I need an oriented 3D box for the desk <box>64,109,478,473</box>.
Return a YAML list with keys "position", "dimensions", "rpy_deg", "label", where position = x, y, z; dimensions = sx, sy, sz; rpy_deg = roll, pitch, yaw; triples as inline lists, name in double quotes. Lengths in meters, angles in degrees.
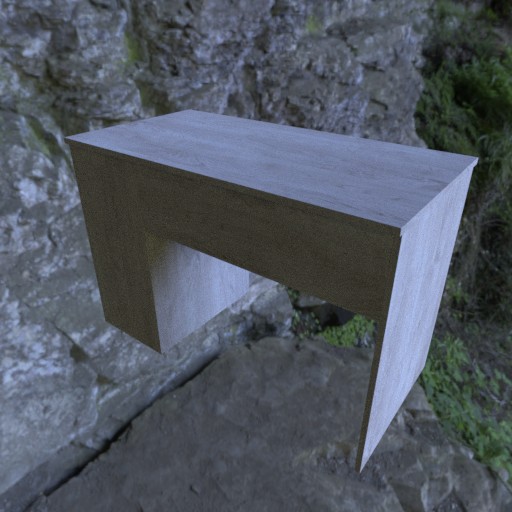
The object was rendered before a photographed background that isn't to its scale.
- position: [0.000, 0.000, 1.481]
  dimensions: [1.097, 0.735, 0.560]
  rpy_deg: [20, 35, 32]
  label: "desk"
